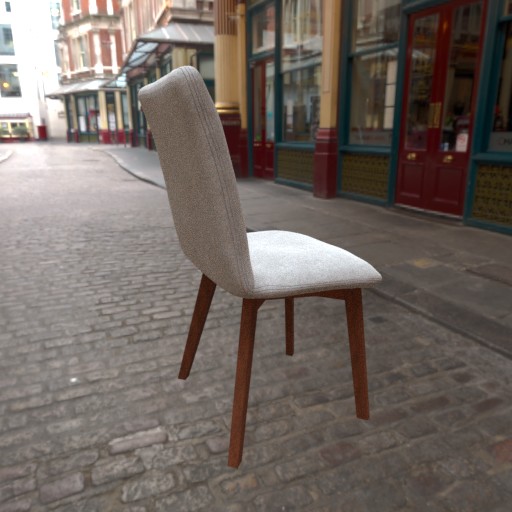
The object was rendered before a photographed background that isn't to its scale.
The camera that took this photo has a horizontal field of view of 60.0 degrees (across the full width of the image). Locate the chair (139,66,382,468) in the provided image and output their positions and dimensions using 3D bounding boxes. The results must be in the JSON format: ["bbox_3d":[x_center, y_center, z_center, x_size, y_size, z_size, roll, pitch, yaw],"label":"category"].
[{"bbox_3d":[0.000,0.000,1.317,0.563,0.974,0.522,-7,17,-24],"label":"chair"}]
